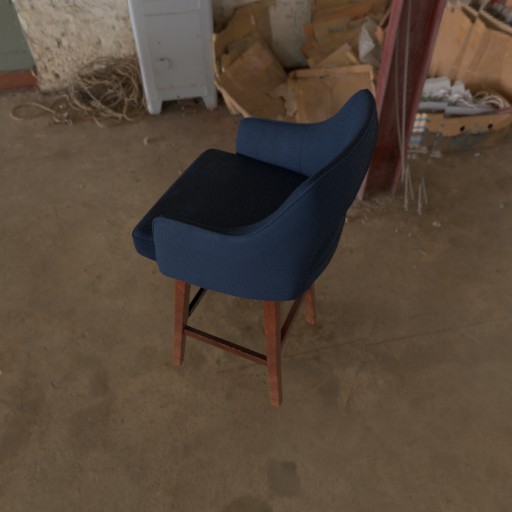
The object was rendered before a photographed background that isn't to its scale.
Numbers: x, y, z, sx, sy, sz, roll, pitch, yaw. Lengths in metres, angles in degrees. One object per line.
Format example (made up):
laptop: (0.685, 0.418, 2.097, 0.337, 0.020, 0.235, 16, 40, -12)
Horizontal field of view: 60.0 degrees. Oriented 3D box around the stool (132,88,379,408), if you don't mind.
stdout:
stool: (0.000, 0.000, 1.402, 0.560, 1.041, 0.550, 18, 50, 16)
